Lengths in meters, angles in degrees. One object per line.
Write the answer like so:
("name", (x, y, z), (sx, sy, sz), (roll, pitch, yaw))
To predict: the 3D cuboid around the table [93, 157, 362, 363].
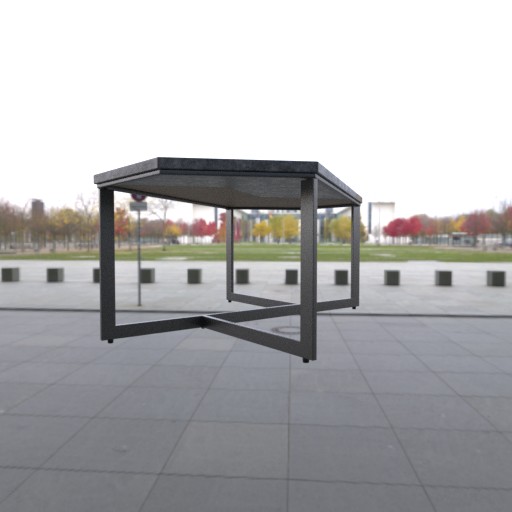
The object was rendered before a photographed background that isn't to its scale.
("table", (0.000, 0.000, 1.508), (0.609, 0.457, 1.219), (1, 2, 20))
